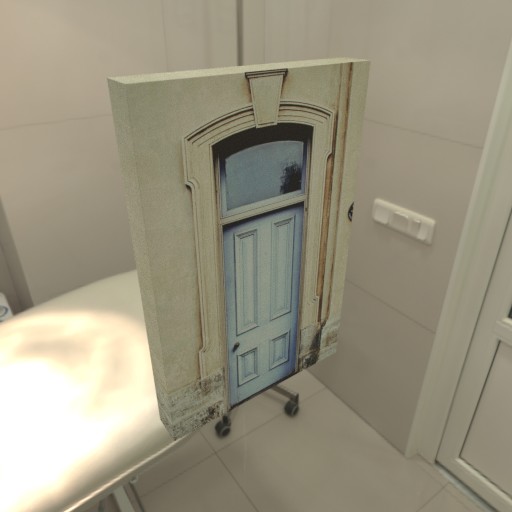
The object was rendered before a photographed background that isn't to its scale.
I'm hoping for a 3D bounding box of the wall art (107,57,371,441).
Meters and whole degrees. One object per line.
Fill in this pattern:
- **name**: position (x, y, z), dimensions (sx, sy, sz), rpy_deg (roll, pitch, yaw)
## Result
- **wall art**: position (0.000, 0.000, 0.484), dimensions (0.254, 0.381, 0.038), rpy_deg (-20, 35, -30)
